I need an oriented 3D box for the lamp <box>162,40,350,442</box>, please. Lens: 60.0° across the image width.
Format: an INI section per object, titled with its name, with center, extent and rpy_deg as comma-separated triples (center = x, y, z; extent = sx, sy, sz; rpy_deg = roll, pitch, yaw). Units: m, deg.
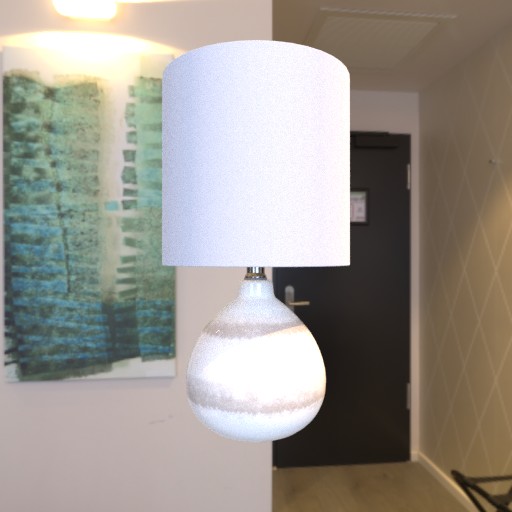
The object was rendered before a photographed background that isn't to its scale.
[lamp]
center = 0.000, 0.000, 0.522
extent = 0.217, 0.404, 0.217
rpy_deg = 0, 0, -37
